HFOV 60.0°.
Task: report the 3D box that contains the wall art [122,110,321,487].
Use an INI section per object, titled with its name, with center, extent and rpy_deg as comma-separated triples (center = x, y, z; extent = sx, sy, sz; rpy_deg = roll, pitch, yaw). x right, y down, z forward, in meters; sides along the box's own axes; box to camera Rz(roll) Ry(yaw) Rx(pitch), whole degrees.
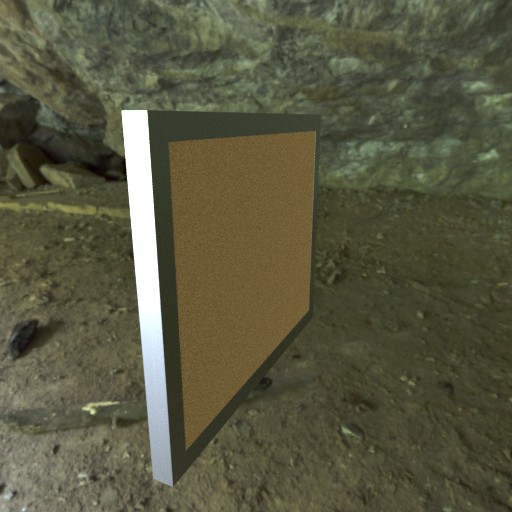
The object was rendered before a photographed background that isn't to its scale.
[wall art]
center = 0.000, 0.000, 0.743
extent = 0.032, 0.456, 0.557
rpy_deg = 8, 19, 24
